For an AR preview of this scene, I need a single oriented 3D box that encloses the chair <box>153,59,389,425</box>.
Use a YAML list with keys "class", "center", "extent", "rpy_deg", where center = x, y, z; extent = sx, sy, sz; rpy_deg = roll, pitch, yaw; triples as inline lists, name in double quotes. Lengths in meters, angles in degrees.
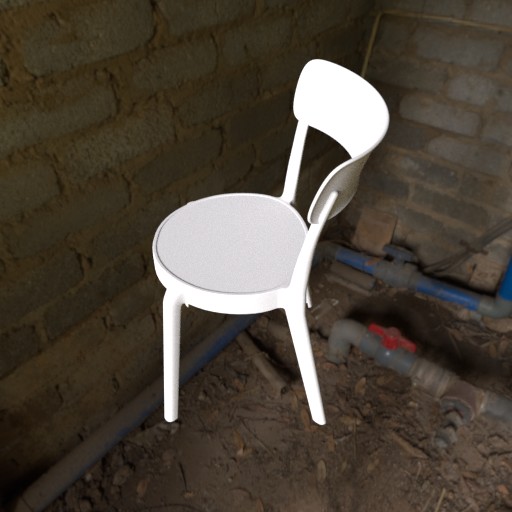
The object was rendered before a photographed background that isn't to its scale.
- class: "chair"
  center: [0.000, 0.000, 1.100]
  extent: [0.491, 0.790, 0.506]
  rpy_deg: [0, 41, 1]
